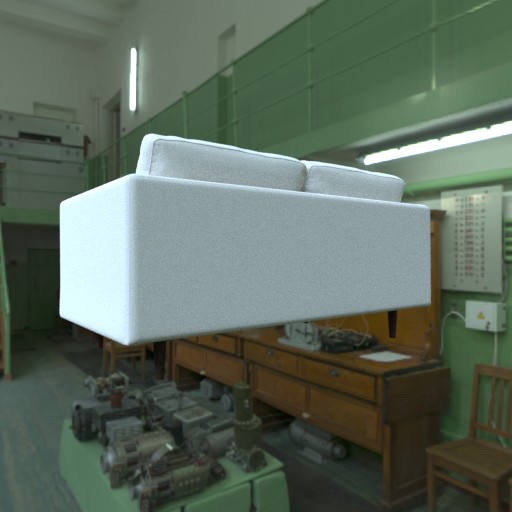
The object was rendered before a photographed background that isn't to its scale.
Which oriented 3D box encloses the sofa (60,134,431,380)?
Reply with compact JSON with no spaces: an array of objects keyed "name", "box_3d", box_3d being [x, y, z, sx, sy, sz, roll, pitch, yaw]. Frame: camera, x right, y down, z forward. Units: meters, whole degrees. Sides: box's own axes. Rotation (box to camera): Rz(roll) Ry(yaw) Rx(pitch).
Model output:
[{"name":"sofa","box_3d":[0.000,0.000,2.272,1.713,0.893,0.940,0,0,-37]}]
